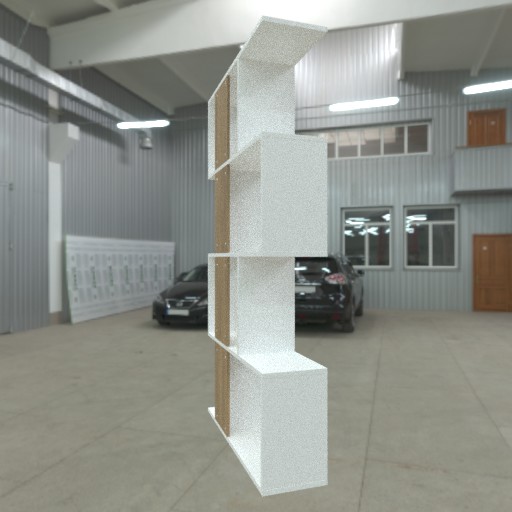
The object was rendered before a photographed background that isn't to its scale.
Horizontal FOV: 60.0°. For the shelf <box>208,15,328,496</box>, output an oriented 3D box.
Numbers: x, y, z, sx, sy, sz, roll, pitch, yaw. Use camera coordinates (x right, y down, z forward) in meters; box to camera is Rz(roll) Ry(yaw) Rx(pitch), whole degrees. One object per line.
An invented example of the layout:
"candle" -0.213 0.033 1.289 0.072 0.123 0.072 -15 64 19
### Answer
"shelf" 0.000 0.000 1.981 0.250 1.650 0.890 0 0 -18
